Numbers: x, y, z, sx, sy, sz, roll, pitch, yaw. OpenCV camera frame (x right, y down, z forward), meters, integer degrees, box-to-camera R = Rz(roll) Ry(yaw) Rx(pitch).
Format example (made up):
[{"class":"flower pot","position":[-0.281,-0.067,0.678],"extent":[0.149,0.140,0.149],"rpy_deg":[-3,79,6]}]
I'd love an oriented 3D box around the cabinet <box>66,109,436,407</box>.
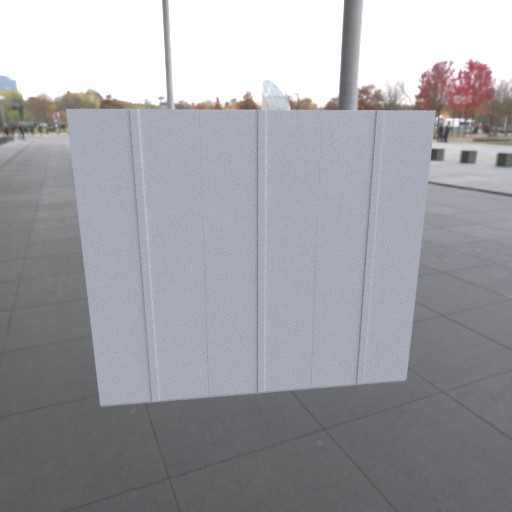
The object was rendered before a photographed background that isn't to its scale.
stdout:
[{"class":"cabinet","position":[0.000,0.000,3.811],"extent":[2.700,2.370,0.590],"rpy_deg":[-2,17,-8]}]
